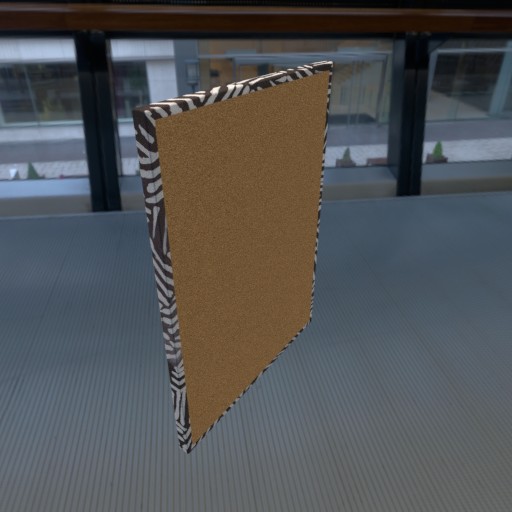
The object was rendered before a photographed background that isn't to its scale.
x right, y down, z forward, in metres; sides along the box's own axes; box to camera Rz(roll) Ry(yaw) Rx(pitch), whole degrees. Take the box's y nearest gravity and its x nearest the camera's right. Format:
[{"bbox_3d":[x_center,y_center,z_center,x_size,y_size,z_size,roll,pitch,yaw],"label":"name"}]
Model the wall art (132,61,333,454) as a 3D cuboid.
[{"bbox_3d":[0.000,0.000,1.355,0.038,1.017,0.765,20,37,29],"label":"wall art"}]
